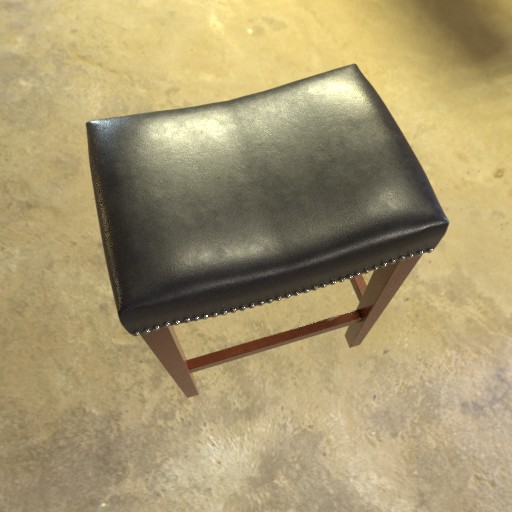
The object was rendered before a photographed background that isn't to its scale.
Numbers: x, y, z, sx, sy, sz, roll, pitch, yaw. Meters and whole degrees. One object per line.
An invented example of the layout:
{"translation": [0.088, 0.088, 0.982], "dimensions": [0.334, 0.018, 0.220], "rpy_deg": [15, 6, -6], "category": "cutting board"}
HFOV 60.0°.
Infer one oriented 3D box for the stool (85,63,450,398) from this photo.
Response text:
{"translation": [0.000, 0.000, 0.960], "dimensions": [0.504, 0.654, 0.372], "rpy_deg": [-15, 64, -8], "category": "stool"}
